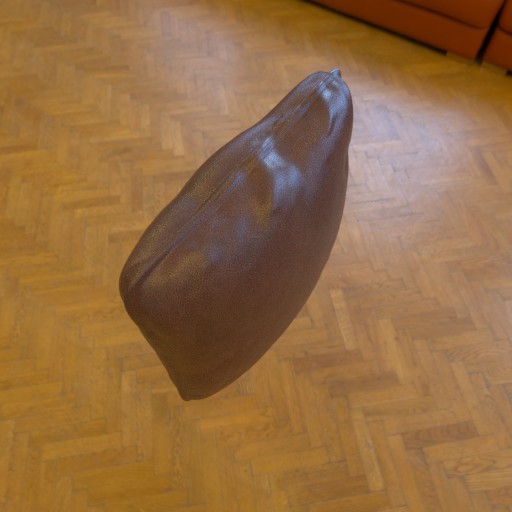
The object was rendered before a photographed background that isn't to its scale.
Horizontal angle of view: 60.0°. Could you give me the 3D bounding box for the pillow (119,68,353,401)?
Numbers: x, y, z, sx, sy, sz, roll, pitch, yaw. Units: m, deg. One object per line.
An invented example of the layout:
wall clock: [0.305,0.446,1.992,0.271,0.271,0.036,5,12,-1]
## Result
pillow: [0.000,0.000,0.832,0.236,0.523,0.532,30,63,18]
